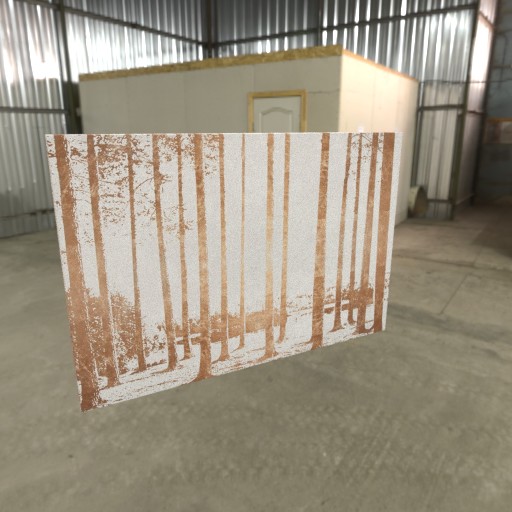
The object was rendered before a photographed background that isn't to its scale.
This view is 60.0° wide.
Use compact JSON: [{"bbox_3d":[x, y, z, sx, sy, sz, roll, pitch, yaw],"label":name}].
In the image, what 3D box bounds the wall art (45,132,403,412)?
[{"bbox_3d":[0.000,0.000,1.140,0.914,0.609,0.035,-8,18,-27],"label":"wall art"}]
